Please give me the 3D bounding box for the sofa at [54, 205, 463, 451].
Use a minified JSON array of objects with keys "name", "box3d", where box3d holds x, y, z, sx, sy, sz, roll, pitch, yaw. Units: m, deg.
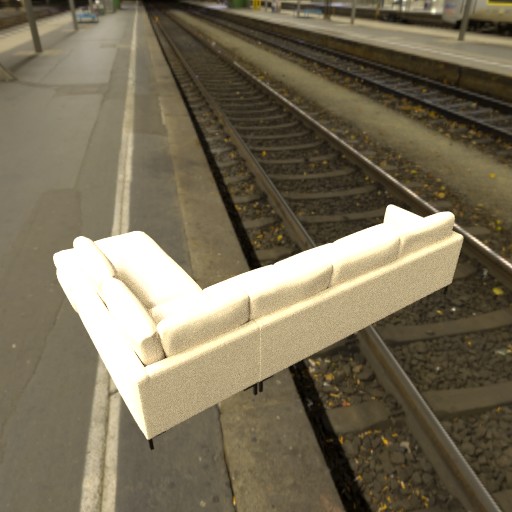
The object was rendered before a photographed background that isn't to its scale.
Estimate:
[{"name":"sofa","box3d":[0.000,0.000,3.844,2.949,0.815,2.007,-19,36,-29]}]
